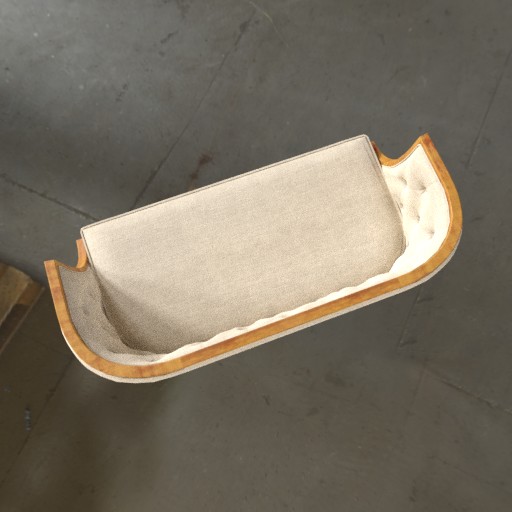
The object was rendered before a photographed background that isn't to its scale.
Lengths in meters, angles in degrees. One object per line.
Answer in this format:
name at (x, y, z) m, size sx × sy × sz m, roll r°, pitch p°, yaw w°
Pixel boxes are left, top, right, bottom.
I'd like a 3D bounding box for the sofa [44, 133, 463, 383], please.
sofa at (0.000, 0.000, 1.913) m, size 1.474 × 0.775 × 0.770 m, roll -19°, pitch 75°, yaw -5°
